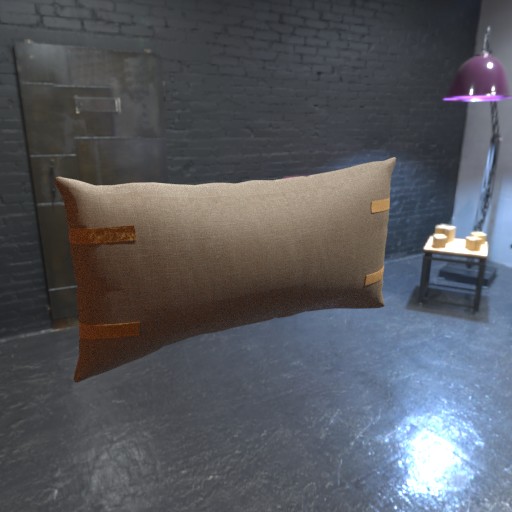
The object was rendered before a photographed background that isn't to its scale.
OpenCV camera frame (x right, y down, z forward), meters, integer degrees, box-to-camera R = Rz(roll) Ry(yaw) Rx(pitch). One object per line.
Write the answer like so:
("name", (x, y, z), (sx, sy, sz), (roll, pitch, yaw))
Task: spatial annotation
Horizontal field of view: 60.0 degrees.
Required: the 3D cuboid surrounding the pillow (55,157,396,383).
("pillow", (0.000, 0.000, 0.752), (0.612, 0.308, 0.148), (-9, 19, -27))
